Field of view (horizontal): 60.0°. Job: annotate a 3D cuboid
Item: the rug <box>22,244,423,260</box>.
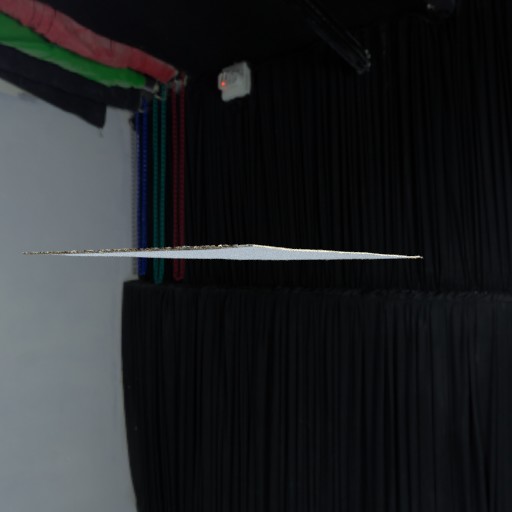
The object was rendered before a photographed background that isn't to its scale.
[{"bbox_3d":[0.000,0.000,2.335,1.218,0.017,1.861,-1,-2,36],"label":"rug"}]
